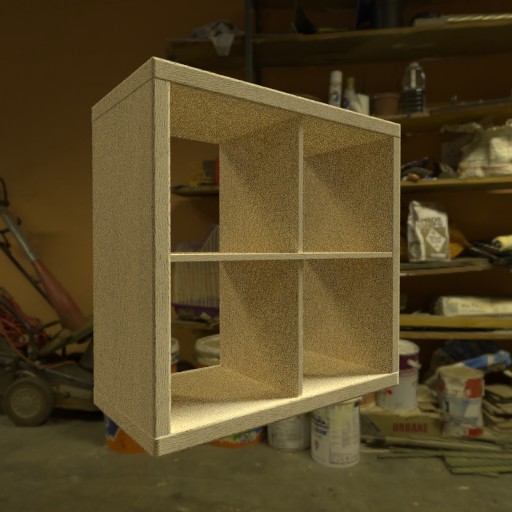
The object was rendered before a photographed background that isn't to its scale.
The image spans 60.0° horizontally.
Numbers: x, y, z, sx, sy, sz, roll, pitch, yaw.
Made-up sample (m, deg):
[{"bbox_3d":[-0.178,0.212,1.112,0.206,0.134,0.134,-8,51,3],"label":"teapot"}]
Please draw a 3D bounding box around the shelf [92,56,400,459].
[{"bbox_3d":[0.000,0.000,1.257,0.790,0.786,0.390,-1,1,-37],"label":"shelf"}]
